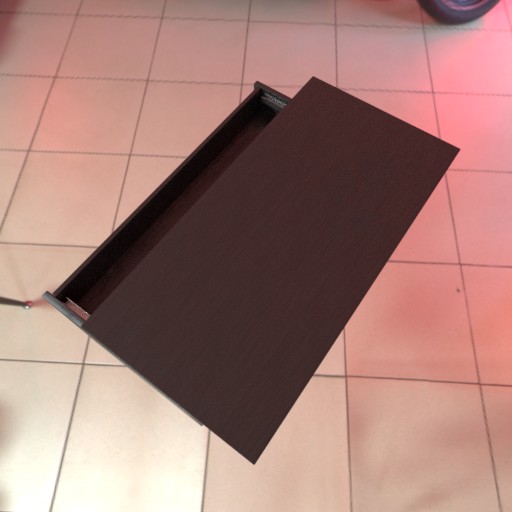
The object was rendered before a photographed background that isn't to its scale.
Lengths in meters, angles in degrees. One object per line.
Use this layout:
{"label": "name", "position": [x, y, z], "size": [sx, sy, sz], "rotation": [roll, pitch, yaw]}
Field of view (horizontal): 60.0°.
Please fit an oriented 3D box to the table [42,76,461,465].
{"label": "table", "position": [0.000, 0.000, 1.424], "size": [0.712, 0.570, 1.000], "rotation": [33, 68, 15]}
